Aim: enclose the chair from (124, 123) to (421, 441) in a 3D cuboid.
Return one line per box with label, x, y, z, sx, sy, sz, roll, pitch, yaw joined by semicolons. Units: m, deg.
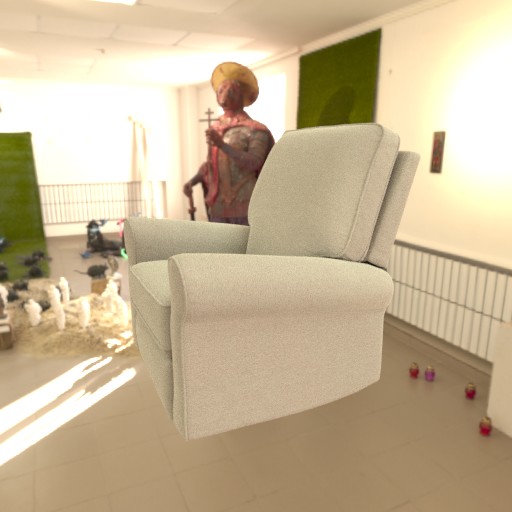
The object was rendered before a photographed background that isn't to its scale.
chair;0.000;0.000;1.680;0.878;0.960;0.890;-7;15;-25
